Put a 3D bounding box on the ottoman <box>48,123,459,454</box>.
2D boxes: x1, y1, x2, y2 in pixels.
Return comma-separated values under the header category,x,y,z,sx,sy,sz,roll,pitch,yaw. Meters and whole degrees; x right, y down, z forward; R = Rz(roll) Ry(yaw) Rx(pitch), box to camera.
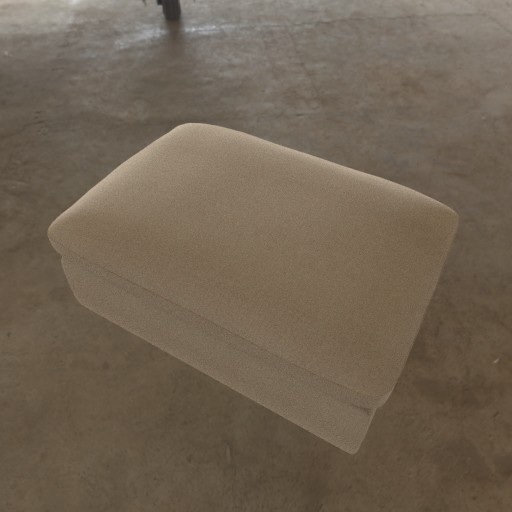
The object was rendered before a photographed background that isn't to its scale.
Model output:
category,x,y,z,sx,sy,sz,roll,pitch,yaw
ottoman,0.000,0.000,1.328,0.984,0.453,0.686,23,51,20
